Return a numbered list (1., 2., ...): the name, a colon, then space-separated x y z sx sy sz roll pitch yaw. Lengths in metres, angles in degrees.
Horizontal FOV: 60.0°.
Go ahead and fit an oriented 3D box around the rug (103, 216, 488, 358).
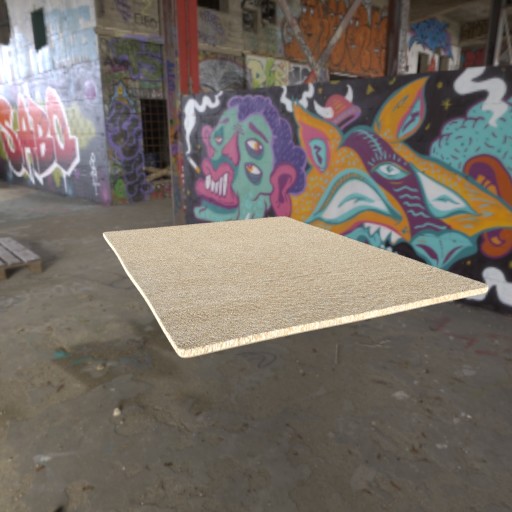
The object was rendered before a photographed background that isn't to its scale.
1. rug: 0.000 0.000 2.107 1.200 0.027 1.600 -7 17 -24
